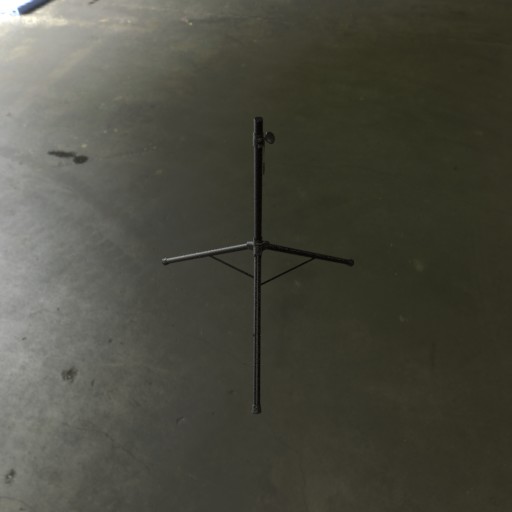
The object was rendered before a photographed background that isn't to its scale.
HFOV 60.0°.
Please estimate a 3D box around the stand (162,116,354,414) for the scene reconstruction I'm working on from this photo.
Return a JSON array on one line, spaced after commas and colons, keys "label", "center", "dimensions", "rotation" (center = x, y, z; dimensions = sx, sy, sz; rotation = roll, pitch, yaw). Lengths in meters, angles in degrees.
[{"label": "stand", "center": [0.000, 0.000, 2.705], "dimensions": [1.596, 1.595, 1.339], "rotation": [1, 48, 1]}]
